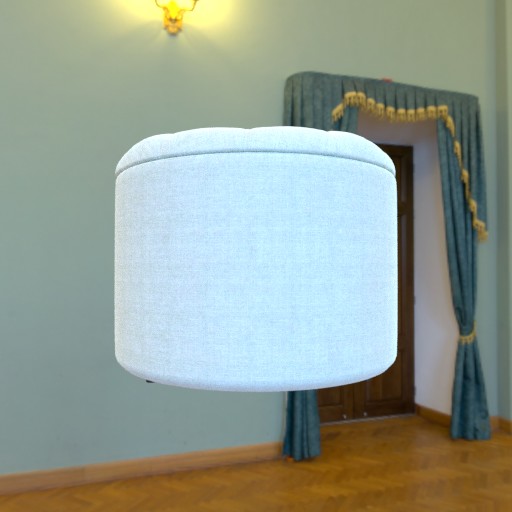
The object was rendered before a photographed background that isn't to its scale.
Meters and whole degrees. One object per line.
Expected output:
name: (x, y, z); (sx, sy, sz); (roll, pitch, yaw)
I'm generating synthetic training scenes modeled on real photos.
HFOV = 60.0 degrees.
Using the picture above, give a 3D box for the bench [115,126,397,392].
bench: (0.000, 0.000, 0.988); (0.600, 0.453, 0.600); (0, -1, 0)
